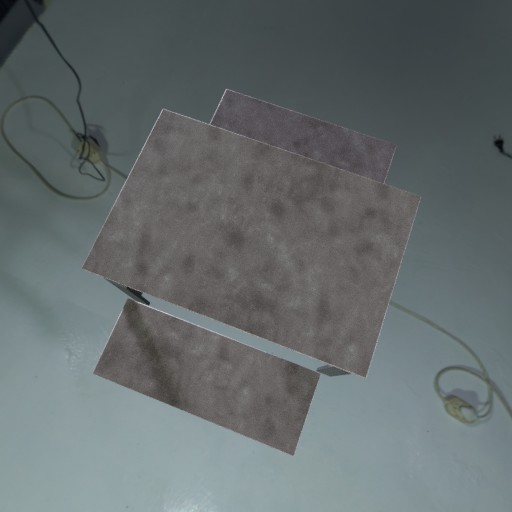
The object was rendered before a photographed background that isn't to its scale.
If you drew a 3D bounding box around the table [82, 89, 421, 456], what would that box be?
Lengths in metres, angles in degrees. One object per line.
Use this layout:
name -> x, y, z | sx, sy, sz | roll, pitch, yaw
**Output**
table -> 0.000, 0.000, 2.019 | 1.100, 0.700, 1.443 | 20, 75, 6
